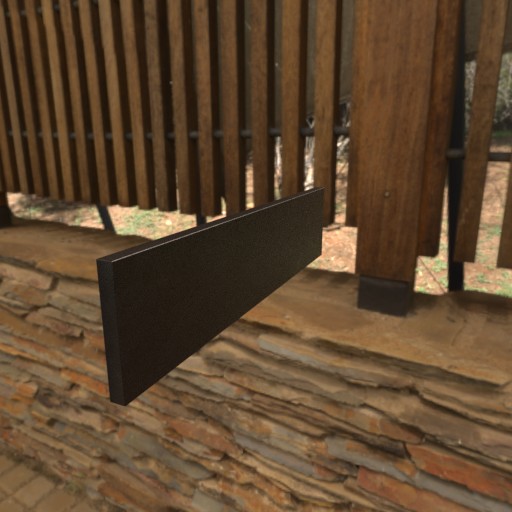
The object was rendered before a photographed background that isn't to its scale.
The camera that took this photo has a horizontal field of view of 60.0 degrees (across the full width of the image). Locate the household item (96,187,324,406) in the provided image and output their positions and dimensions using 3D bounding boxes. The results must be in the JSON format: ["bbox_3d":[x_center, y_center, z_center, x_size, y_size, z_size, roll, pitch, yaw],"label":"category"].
[{"bbox_3d":[0.000,0.000,1.100,0.030,0.236,1.001,7,17,25],"label":"household item"}]
